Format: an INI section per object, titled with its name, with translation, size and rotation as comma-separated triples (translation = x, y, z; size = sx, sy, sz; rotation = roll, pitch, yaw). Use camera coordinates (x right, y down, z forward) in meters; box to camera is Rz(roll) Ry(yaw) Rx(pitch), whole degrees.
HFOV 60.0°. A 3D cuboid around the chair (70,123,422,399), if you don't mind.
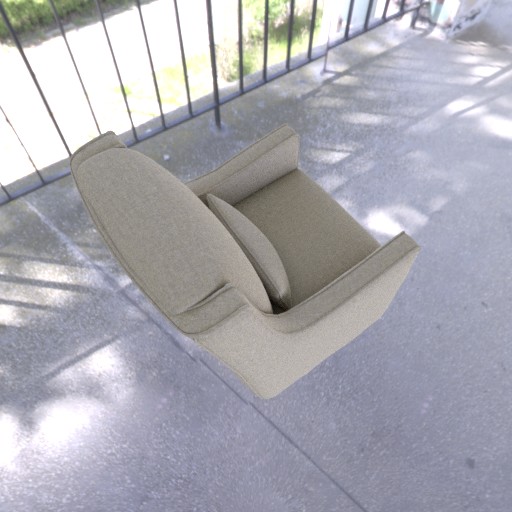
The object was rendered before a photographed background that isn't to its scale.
[chair]
translation = 0.000, 0.000, 1.583
size = 0.879, 0.993, 0.732
rotation = -32, 63, -18
